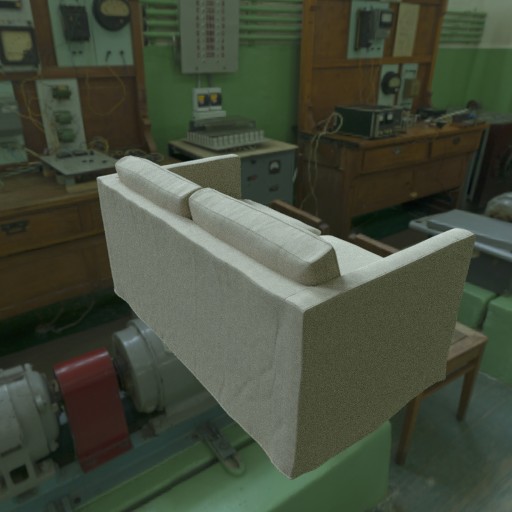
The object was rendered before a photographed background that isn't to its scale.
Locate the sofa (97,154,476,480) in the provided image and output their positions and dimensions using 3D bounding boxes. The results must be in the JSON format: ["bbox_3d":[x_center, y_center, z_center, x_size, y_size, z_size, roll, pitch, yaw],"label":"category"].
[{"bbox_3d":[0.000,0.000,2.213,0.962,0.835,1.719,-18,32,-33],"label":"sofa"}]
